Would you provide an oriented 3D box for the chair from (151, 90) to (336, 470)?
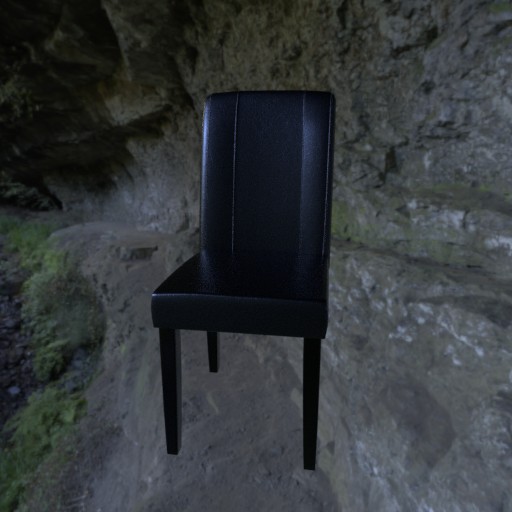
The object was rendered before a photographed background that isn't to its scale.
[{"bbox_3d":[0.000,0.000,1.202,0.399,0.897,0.556,2,15,9],"label":"chair"}]
